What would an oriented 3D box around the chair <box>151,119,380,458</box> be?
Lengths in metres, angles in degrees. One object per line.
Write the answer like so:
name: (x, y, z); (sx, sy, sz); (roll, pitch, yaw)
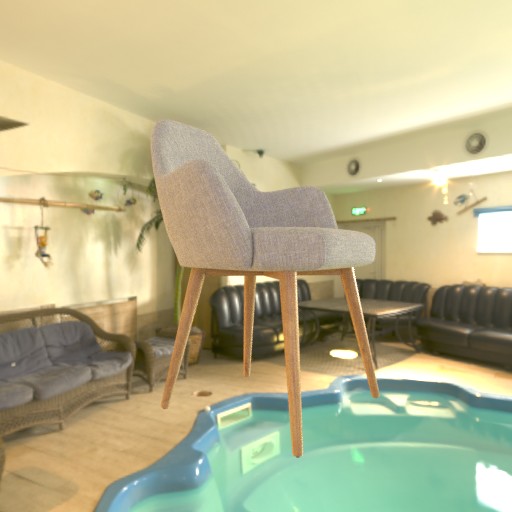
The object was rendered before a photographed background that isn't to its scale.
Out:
chair: (0.000, 0.000, 1.274); (0.610, 0.840, 0.590); (1, 1, 35)
